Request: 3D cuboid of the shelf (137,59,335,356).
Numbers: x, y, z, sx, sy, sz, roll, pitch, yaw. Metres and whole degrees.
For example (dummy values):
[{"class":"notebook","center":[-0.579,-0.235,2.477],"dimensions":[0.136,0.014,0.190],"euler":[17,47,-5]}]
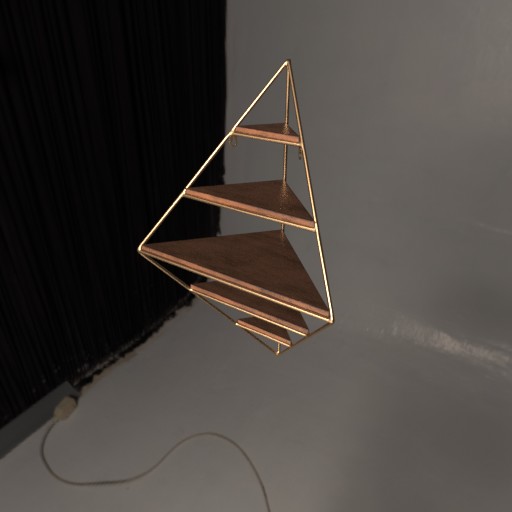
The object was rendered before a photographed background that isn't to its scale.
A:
[{"class":"shelf","center":[0.000,0.000,1.150],"dimensions":[0.564,0.913,0.294],"euler":[18,35,28]}]
